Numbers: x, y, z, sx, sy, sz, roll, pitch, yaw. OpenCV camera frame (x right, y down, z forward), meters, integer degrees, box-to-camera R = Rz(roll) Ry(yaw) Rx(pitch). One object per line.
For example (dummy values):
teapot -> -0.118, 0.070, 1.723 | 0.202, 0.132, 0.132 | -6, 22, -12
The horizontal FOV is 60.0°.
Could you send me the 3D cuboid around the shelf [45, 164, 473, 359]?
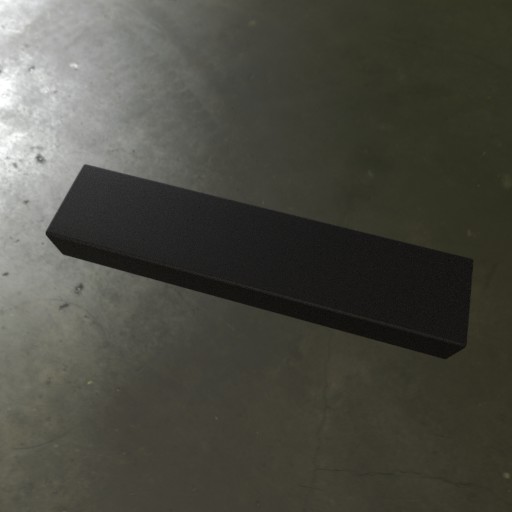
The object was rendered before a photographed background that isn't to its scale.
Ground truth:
shelf -> 0.000, 0.000, 0.503 | 0.456, 0.053, 0.102 | 15, 65, 7
